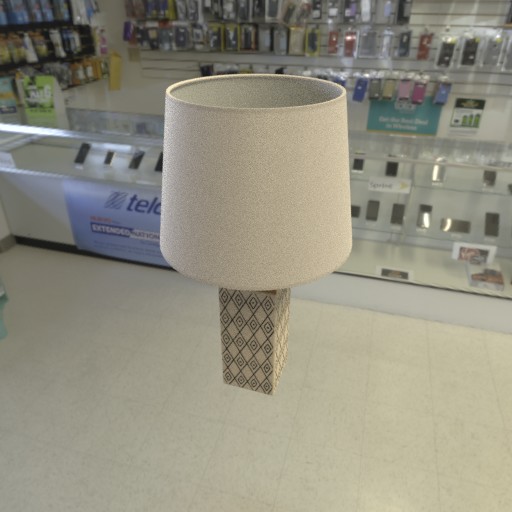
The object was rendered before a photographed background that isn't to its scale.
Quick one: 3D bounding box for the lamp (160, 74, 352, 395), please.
[{"bbox_3d":[0.000,0.000,0.605,0.251,0.435,0.251,0,31,0],"label":"lamp"}]
